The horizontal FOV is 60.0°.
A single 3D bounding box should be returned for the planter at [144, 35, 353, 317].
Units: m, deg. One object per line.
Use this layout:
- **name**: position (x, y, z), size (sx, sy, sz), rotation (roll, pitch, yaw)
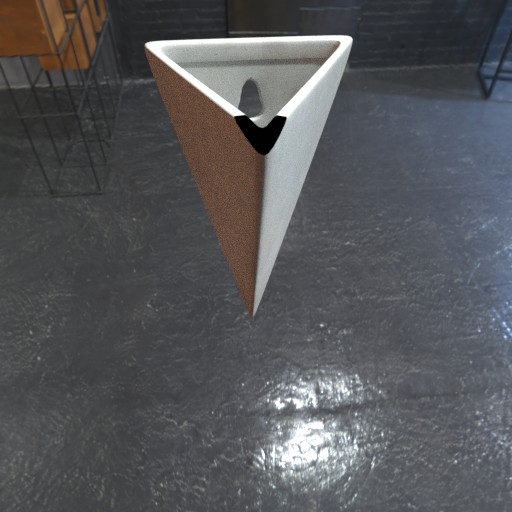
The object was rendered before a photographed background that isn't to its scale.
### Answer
- **planter**: position (0.000, 0.000, 0.155), size (0.058, 0.130, 0.047), rotation (-3, 46, -3)
